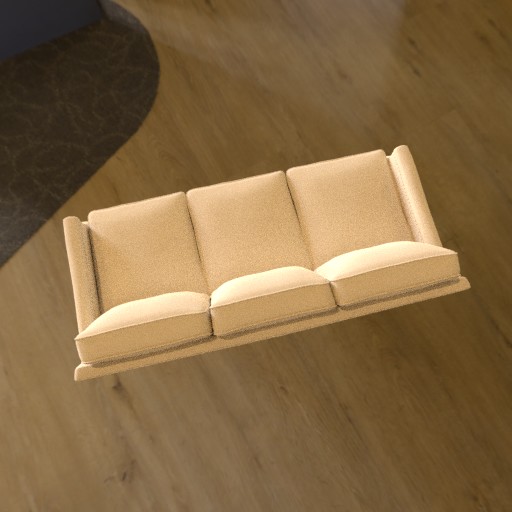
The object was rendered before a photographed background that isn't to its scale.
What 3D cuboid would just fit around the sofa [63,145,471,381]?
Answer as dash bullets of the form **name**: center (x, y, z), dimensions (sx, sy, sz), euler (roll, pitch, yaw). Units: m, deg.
- **sofa**: center (0.000, 0.000, 2.808), dimensions (2.246, 1.003, 1.084), euler (-13, 76, -3)
